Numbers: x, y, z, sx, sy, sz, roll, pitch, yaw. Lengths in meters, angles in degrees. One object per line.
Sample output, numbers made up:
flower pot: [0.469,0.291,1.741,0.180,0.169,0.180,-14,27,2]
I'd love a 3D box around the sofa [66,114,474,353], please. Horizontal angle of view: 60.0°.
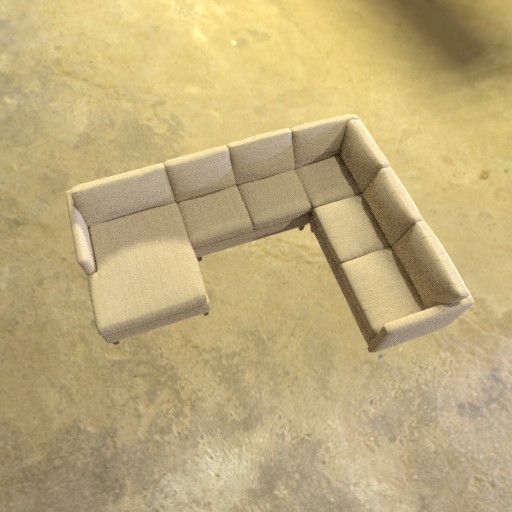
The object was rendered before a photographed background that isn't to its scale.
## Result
sofa: [0.000,0.000,4.633,3.460,0.961,2.594,-17,63,-9]
